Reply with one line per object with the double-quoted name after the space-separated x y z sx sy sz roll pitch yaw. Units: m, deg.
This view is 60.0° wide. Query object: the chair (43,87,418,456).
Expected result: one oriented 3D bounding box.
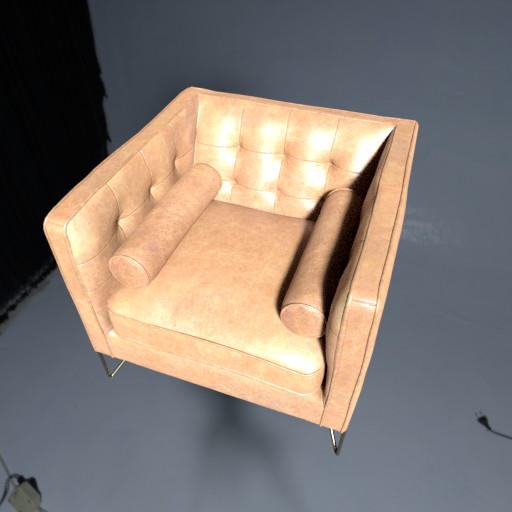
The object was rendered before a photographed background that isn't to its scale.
0.000 0.000 1.613 0.920 0.797 0.912 14 45 14 "chair"
